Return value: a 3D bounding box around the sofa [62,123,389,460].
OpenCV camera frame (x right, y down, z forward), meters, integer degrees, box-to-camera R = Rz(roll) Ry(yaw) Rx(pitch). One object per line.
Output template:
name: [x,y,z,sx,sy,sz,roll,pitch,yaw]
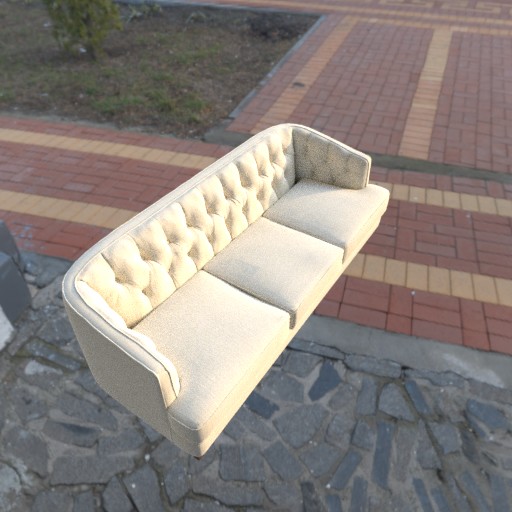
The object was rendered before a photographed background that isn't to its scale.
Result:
sofa: [0.000,0.000,2.795,0.941,0.855,2.278,24,46,25]
